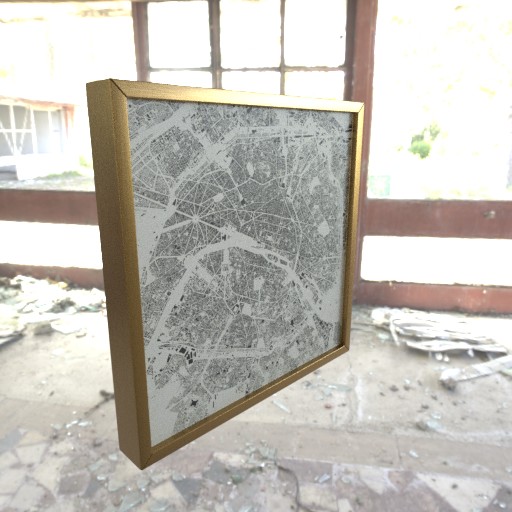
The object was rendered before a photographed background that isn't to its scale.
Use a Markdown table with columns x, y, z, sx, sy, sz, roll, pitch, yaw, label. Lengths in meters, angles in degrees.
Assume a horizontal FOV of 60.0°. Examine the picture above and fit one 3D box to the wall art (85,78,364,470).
| x | y | z | sx | sy | sz | roll | pitch | yaw | label |
| --- | --- | --- | --- | --- | --- | --- | --- | --- | --- |
| 0.000 | 0.000 | 0.444 | 0.305 | 0.305 | 0.037 | -14 | 21 | -43 | wall art |
